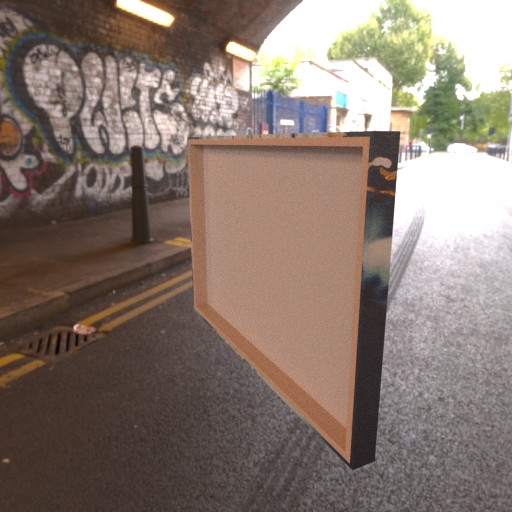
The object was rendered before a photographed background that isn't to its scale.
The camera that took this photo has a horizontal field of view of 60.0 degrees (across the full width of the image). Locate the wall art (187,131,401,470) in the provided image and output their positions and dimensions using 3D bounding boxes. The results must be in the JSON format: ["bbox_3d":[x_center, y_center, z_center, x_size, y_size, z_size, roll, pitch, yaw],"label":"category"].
[{"bbox_3d":[0.000,0.000,0.770,0.036,0.405,0.607,-7,16,-26],"label":"wall art"}]
